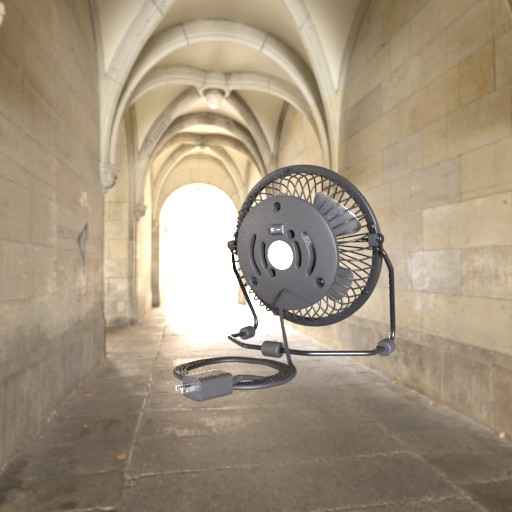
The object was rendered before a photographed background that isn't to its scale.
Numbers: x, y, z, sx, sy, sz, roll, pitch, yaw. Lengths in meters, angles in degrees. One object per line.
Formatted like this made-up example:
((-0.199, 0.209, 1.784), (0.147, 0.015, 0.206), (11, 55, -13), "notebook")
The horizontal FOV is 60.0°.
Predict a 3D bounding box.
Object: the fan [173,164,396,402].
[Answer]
((0.000, 0.000, 0.319), (0.153, 0.152, 0.202), (-1, -2, 36), "fan")
